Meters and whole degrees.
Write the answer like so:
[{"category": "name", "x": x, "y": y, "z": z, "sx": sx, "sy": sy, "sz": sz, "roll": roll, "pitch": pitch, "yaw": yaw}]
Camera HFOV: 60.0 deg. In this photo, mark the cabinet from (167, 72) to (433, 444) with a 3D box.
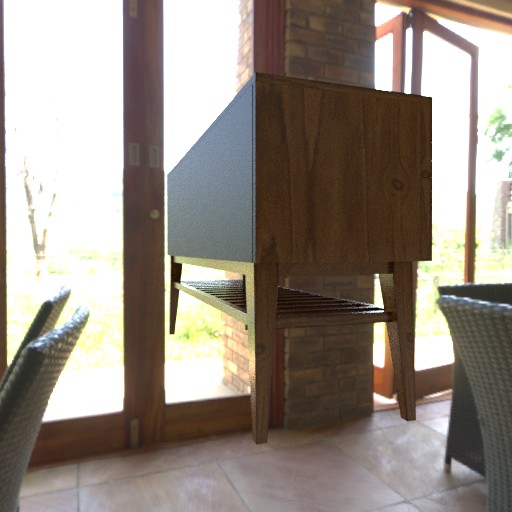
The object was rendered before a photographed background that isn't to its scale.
[{"category": "cabinet", "x": 0.000, "y": 0.000, "z": 1.669, "sx": 0.477, "sy": 0.802, "sz": 1.363, "roll": 0, "pitch": 1, "yaw": -19}]
